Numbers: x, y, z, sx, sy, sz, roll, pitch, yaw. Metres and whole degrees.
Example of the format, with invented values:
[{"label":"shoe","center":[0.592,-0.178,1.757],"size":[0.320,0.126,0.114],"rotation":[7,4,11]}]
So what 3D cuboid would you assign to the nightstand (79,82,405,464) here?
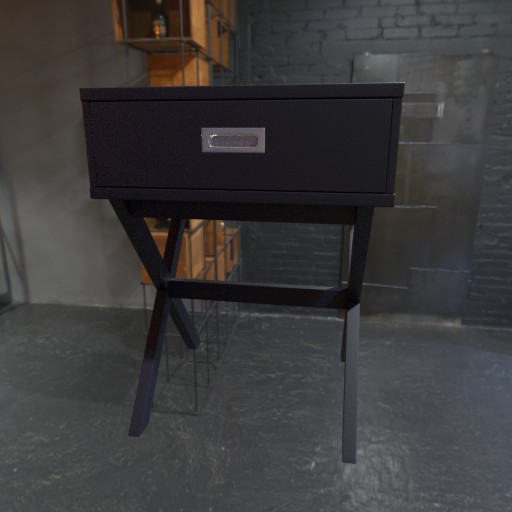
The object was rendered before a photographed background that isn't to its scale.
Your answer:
[{"label":"nightstand","center":[0.000,0.000,0.912],"size":[0.479,0.623,0.402],"rotation":[3,16,10]}]
